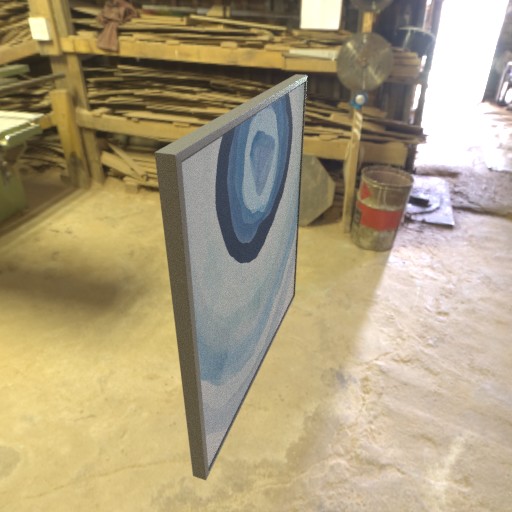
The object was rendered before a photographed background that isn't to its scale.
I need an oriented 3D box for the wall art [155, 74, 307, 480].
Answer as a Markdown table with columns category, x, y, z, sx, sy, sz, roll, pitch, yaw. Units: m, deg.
| category | x | y | z | sx | sy | sz | roll | pitch | yaw |
| --- | --- | --- | --- | --- | --- | --- | --- | --- | --- |
| wall art | 0.000 | 0.000 | 1.201 | 0.038 | 0.807 | 0.809 | 10 | 32 | 17 |
